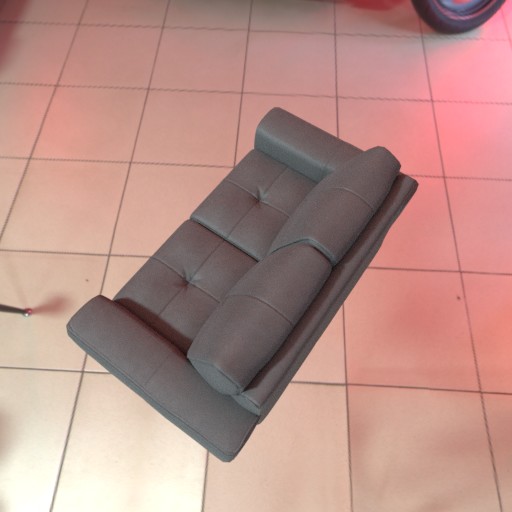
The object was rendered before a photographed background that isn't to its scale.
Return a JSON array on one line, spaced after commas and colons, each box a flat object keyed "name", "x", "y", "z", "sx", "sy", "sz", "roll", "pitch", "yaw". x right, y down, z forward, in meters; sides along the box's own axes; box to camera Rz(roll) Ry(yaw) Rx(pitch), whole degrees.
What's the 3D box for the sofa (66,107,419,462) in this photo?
[{"name": "sofa", "x": 0.000, "y": 0.000, "z": 2.367, "sx": 1.018, "sy": 0.907, "sz": 1.806, "roll": 33, "pitch": 67, "yaw": 16}]
